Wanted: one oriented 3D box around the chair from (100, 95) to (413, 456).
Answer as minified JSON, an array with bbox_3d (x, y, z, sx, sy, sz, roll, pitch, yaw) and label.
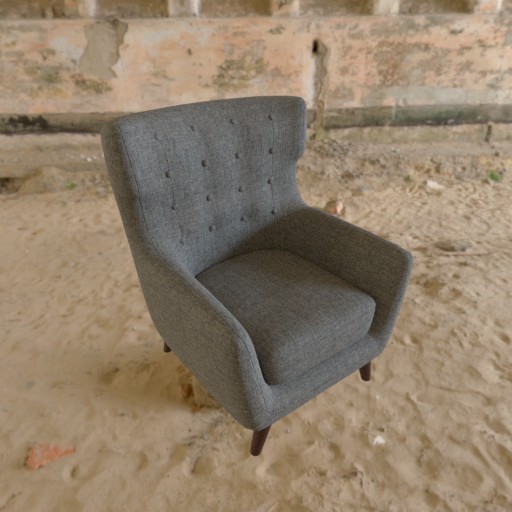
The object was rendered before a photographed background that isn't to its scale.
[{"bbox_3d":[0.000,0.000,1.763,0.878,1.063,0.904,-21,36,-32],"label":"chair"}]
